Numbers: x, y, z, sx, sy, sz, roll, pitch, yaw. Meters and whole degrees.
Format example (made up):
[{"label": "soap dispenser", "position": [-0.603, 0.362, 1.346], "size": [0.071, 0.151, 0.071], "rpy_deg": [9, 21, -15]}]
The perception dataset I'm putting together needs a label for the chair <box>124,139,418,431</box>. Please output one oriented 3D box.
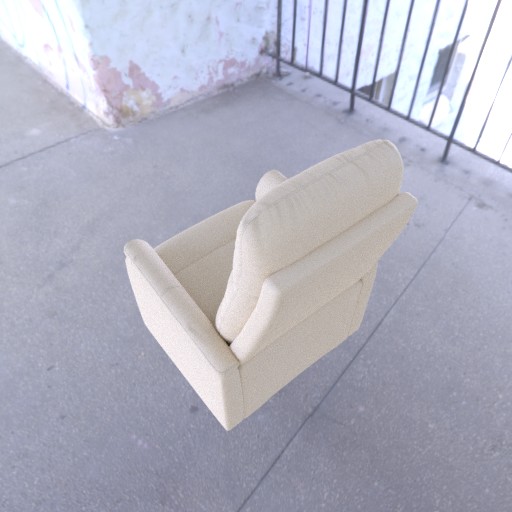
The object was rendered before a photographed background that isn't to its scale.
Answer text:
[{"label": "chair", "position": [0.000, 0.000, 1.664], "size": [0.775, 1.082, 0.831], "rpy_deg": [-31, 55, -25]}]
